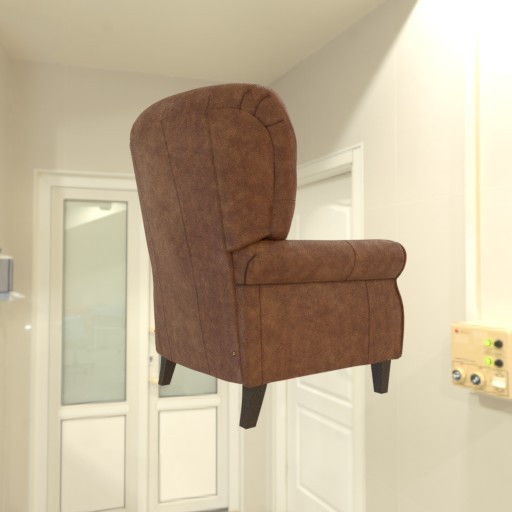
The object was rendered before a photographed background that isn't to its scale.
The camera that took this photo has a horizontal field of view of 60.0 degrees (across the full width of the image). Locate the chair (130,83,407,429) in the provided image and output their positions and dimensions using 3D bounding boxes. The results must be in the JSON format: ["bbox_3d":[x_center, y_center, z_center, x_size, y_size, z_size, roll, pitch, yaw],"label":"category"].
[{"bbox_3d":[0.000,0.000,1.932,1.059,1.164,0.951,1,-2,-36],"label":"chair"}]
